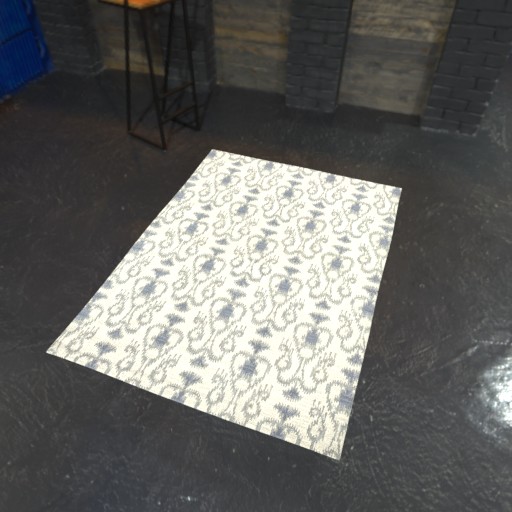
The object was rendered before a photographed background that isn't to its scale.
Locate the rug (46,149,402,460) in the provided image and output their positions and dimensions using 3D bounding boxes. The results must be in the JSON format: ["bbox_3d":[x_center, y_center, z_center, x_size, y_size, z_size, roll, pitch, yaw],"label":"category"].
[{"bbox_3d":[0.000,0.000,3.017,1.676,0.013,2.261,15,47,14],"label":"rug"}]
